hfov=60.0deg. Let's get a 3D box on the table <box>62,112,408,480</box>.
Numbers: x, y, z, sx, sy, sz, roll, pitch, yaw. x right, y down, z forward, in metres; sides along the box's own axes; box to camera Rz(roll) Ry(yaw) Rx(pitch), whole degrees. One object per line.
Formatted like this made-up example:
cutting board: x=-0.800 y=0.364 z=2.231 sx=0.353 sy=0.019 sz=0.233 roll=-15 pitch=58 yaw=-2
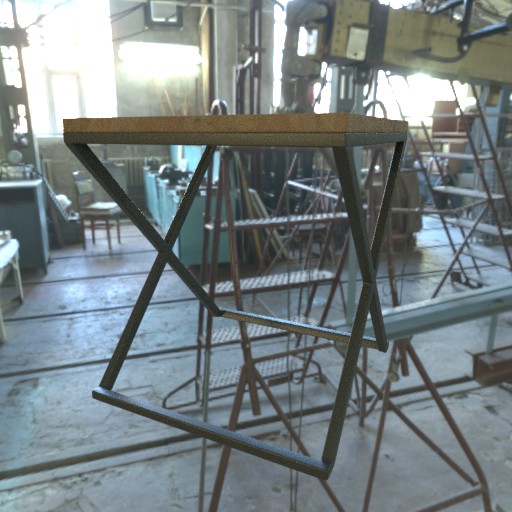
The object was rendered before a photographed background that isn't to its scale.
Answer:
table: x=0.000 y=0.000 z=0.935 sx=0.499 sy=0.550 sz=0.498 roll=8 pitch=17 yaw=26
